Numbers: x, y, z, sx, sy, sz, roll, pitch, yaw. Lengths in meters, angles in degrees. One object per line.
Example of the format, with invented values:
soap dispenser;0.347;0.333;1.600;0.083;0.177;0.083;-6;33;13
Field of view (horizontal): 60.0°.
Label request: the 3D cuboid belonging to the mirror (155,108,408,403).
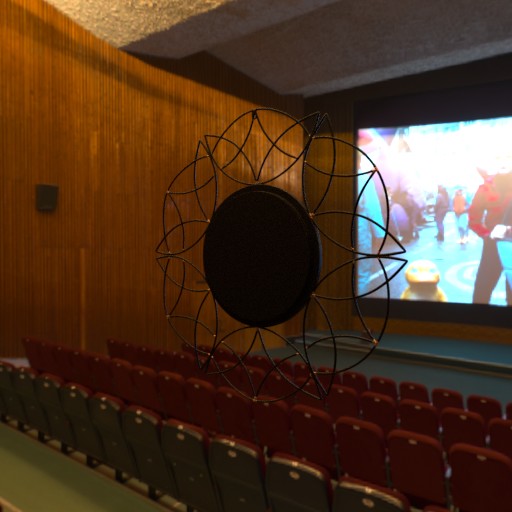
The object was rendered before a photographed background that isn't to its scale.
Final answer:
mirror;0.000;0.000;1.179;0.797;0.775;0.028;1;1;36
